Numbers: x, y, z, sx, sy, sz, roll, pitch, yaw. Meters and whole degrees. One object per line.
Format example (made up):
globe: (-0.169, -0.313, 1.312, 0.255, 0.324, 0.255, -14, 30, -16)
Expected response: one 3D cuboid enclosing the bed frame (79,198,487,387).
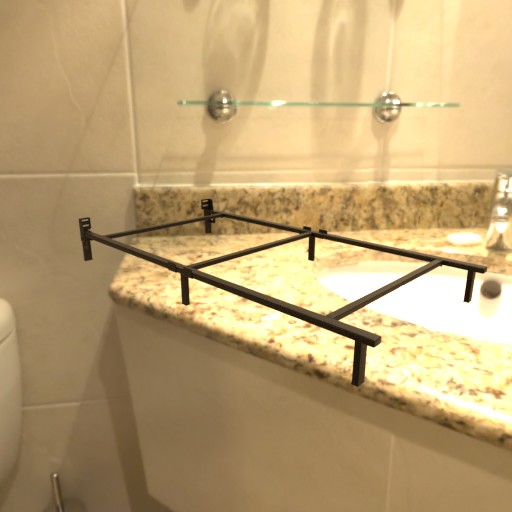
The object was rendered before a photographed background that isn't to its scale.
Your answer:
bed frame: (0.000, 0.000, 2.258, 1.897, 0.248, 0.968, 16, 23, 42)
